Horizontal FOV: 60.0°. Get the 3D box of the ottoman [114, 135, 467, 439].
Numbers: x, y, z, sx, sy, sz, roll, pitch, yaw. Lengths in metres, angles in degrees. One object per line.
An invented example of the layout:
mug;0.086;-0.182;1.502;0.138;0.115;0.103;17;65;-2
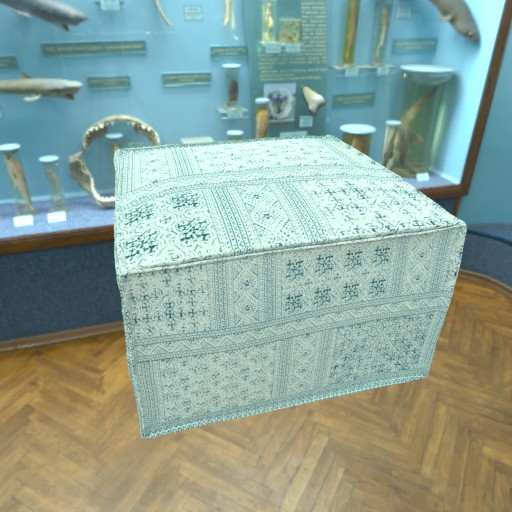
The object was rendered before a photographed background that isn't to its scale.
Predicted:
ottoman;0.000;0.000;1.053;0.626;0.439;0.617;-8;31;-13
